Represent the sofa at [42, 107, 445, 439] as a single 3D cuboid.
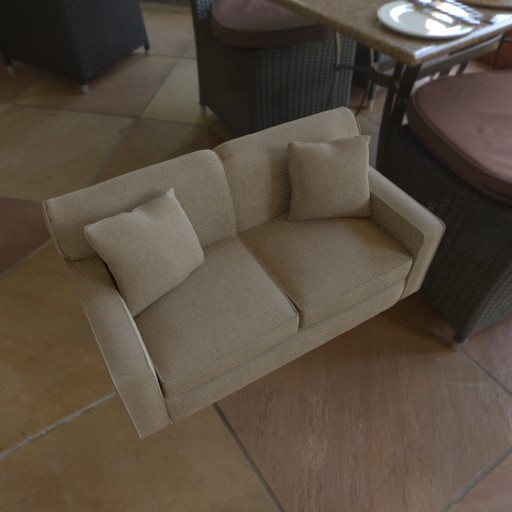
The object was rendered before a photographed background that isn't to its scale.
[{"bbox_3d":[0.000,0.000,2.440,1.846,0.958,0.998,-23,51,-20],"label":"sofa"}]
